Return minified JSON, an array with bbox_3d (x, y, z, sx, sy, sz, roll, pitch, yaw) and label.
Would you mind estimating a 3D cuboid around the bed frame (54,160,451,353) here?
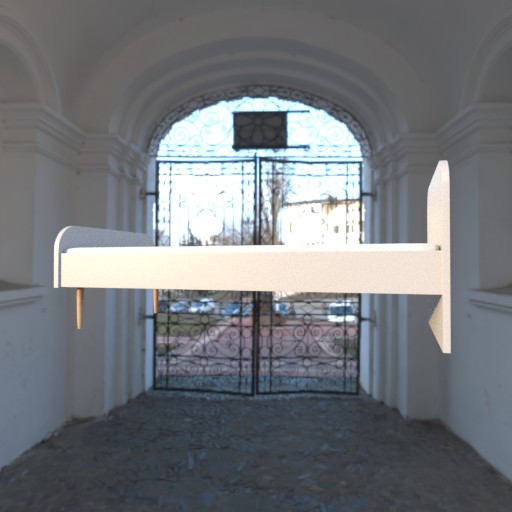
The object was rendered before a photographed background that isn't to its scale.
[{"bbox_3d":[0.000,0.000,2.558,1.963,0.805,0.998,0,-1,18],"label":"bed frame"}]
